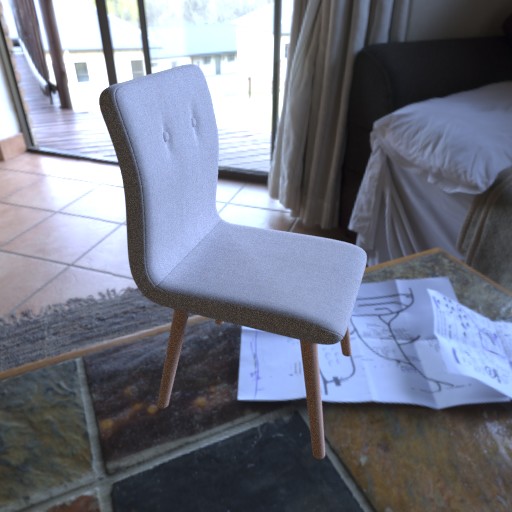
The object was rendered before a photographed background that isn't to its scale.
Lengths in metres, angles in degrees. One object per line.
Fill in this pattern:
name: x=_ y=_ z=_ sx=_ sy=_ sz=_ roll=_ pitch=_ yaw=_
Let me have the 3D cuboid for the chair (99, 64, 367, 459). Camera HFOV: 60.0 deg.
chair: x=0.000 y=0.000 z=1.179 sx=0.550 sy=0.885 sz=0.435 roll=11 pitch=33 yaw=17
